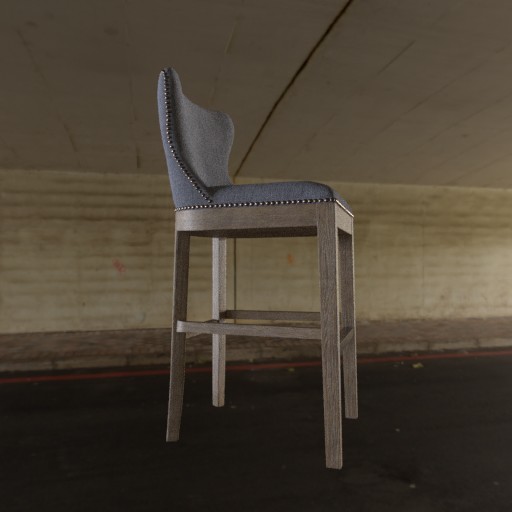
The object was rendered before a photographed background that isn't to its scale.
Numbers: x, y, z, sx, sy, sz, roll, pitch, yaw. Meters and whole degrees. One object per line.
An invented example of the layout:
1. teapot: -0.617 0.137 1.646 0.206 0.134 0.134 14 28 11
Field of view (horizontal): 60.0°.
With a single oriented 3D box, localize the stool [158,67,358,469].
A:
1. stool: 0.000 0.000 1.454 0.606 1.123 0.494 0 -1 19
